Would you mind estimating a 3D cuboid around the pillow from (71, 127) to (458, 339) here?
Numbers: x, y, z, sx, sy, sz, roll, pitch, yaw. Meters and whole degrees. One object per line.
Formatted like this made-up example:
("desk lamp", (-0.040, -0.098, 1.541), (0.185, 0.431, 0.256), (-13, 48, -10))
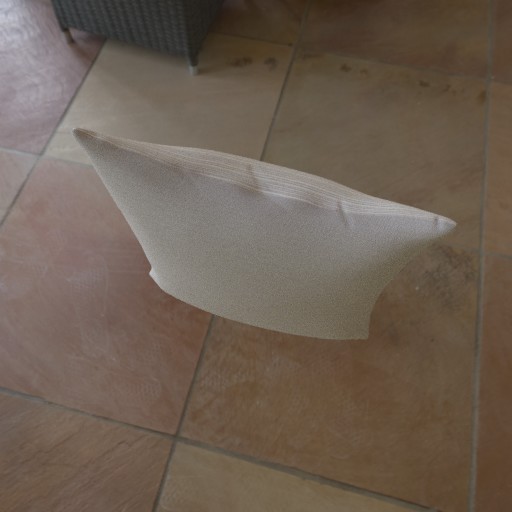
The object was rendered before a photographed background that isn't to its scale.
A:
("pillow", (0.000, 0.000, 0.779), (0.512, 0.497, 0.204), (16, 66, 7))
